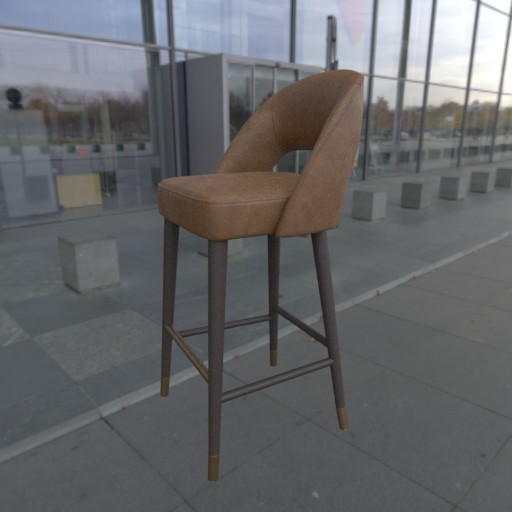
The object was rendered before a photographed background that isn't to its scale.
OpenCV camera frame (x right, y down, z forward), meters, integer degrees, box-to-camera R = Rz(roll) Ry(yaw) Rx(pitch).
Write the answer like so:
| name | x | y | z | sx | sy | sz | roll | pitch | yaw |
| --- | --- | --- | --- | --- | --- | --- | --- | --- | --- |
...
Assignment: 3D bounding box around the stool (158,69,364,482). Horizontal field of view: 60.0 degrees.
| name | x | y | z | sx | sy | sz | roll | pitch | yaw |
| --- | --- | --- | --- | --- | --- | --- | --- | --- | --- |
| stool | 0.000 | 0.000 | 1.302 | 0.509 | 1.037 | 0.494 | -8 | 18 | -27 |
